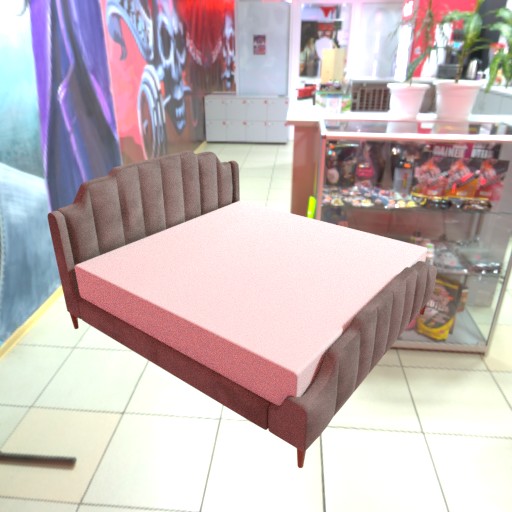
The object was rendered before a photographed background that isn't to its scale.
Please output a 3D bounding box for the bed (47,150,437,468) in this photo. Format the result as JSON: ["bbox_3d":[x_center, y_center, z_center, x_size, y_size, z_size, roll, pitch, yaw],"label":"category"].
[{"bbox_3d":[0.000,0.000,3.544,2.340,1.245,2.074,18,31,34],"label":"bed"}]
